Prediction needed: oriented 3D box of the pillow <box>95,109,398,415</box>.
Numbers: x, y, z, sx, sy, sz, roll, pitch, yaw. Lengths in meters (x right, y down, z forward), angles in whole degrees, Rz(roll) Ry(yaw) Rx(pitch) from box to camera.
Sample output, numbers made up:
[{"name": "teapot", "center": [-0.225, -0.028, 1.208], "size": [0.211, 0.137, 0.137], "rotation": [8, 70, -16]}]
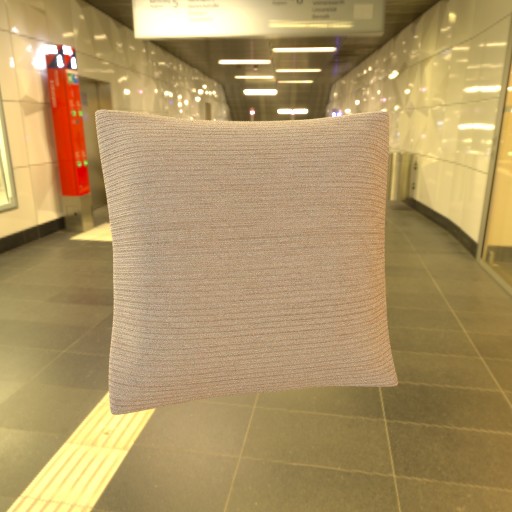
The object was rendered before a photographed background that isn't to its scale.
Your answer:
[{"name": "pillow", "center": [0.000, 0.000, 0.637], "size": [0.424, 0.401, 0.177], "rotation": [-3, 17, -9]}]
